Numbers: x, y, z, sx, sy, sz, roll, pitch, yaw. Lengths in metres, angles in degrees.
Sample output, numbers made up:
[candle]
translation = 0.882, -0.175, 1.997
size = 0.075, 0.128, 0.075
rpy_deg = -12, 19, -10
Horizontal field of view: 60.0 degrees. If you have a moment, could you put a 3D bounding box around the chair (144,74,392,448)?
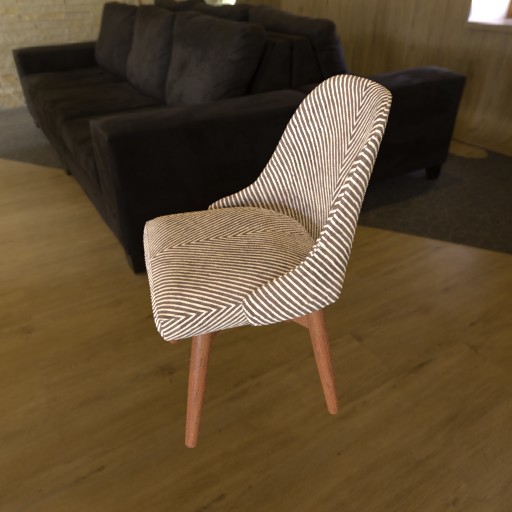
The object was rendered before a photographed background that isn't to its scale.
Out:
[chair]
translation = 0.000, 0.000, 1.221
size = 0.591, 0.883, 0.504
rpy_deg = -8, 33, -13
